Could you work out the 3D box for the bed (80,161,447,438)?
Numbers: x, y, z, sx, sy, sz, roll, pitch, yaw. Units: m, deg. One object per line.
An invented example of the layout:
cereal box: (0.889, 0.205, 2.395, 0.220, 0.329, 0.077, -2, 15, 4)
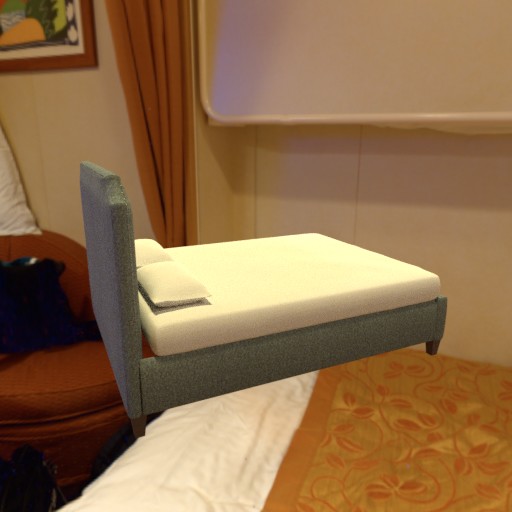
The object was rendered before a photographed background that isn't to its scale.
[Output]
bed: (0.000, 0.000, 3.450, 2.372, 1.443, 1.712, -7, 17, -25)
